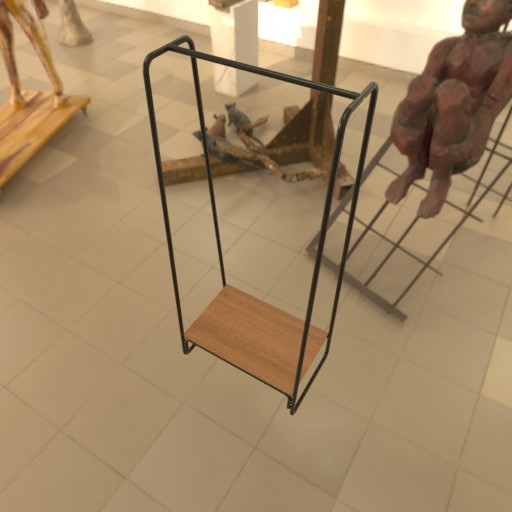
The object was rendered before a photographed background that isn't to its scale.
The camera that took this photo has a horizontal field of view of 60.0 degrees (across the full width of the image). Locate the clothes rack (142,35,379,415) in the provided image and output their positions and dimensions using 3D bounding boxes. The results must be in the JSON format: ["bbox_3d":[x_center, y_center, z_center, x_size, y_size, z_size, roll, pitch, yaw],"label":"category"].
[{"bbox_3d":[0.000,0.000,1.758,0.640,1.500,0.400,24,51,21],"label":"clothes rack"}]
